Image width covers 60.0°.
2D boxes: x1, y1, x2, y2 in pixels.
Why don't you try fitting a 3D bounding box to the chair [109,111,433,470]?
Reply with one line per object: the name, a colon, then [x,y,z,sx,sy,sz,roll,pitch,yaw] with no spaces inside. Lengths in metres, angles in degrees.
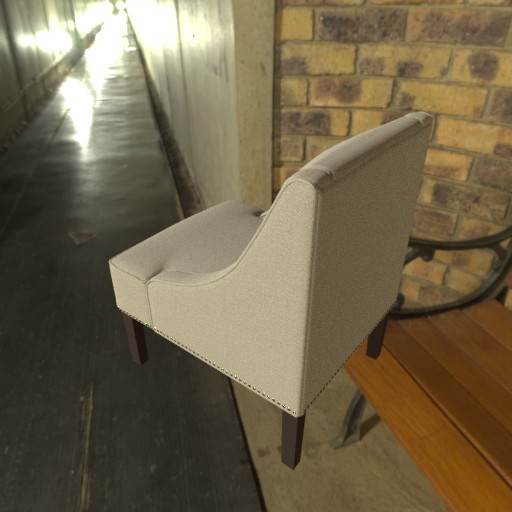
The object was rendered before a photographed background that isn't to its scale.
chair: [0.000,0.000,1.378,0.737,0.864,0.610,22,38,31]
